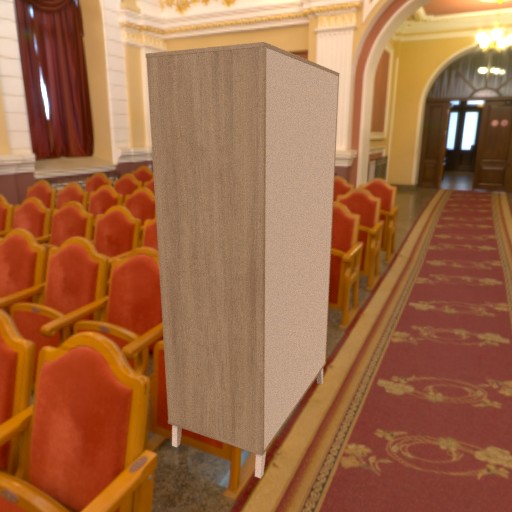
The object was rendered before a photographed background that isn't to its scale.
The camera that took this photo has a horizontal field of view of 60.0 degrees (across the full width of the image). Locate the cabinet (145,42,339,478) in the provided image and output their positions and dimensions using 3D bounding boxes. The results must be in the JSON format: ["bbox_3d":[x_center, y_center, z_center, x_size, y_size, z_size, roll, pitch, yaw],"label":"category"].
[{"bbox_3d":[0.000,0.000,2.499,0.571,1.999,1.006,8,17,25],"label":"cabinet"}]
